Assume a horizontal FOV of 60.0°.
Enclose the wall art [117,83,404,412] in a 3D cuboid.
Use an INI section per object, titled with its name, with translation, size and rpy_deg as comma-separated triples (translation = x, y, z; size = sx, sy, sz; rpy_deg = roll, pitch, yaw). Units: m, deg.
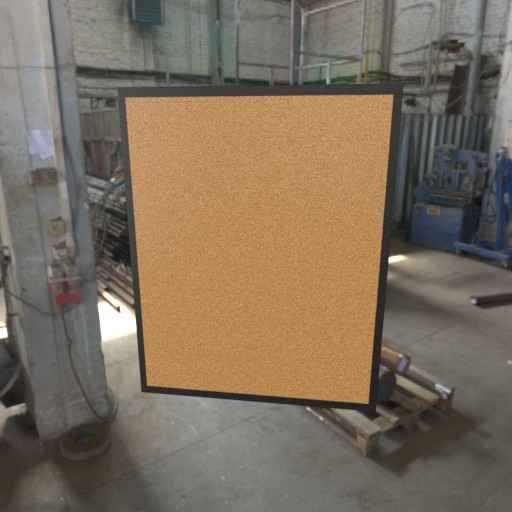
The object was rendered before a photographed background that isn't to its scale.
[wall art]
translation = 0.000, 0.000, 0.515
size = 0.294, 0.369, 0.030
rpy_deg = 2, 16, 8
